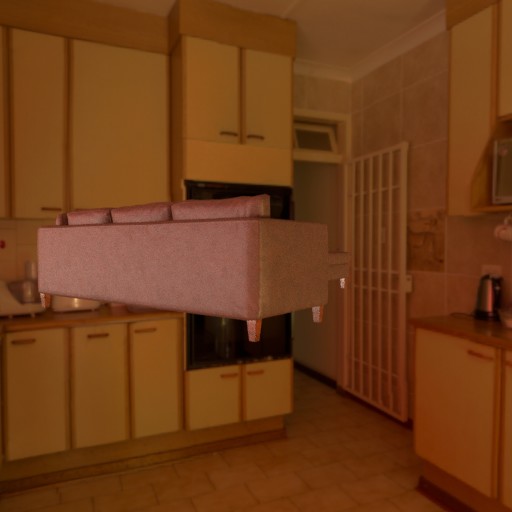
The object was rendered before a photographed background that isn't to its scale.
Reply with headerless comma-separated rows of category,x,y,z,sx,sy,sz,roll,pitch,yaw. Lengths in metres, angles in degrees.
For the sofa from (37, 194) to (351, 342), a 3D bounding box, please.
sofa,0.000,0.000,4.748,2.593,0.923,3.460,1,2,36
